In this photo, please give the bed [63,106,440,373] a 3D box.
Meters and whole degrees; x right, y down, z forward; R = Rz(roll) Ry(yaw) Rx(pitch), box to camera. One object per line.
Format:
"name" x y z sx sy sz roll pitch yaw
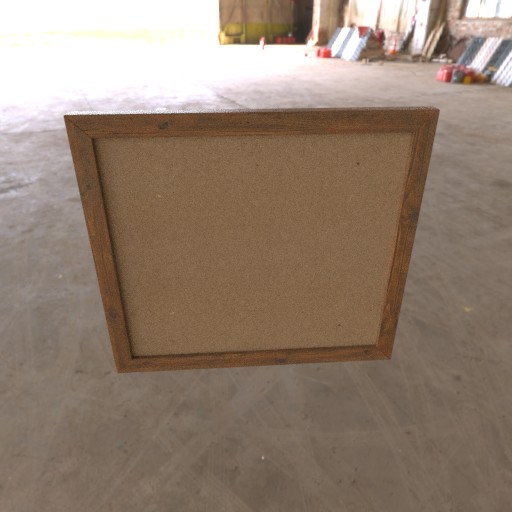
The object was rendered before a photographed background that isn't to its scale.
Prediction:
"bed" 0.000 0.000 1.479 1.046 0.942 0.046 -2 30 -4
